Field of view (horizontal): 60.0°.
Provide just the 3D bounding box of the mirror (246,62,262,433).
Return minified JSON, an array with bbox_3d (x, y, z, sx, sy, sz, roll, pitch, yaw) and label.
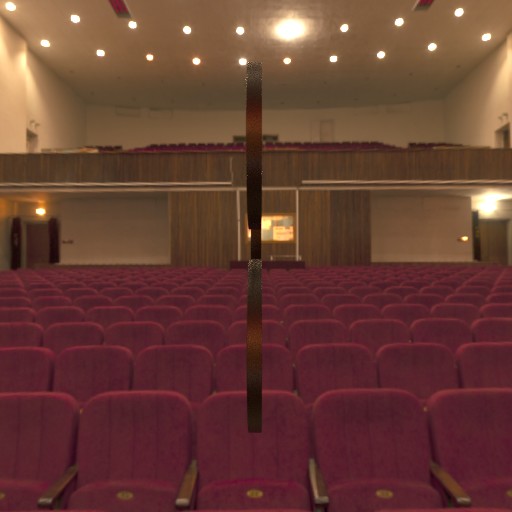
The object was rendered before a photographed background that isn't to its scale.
[{"bbox_3d":[0.000,0.000,3.135,0.076,2.096,2.160,0,-2,1],"label":"mirror"}]
